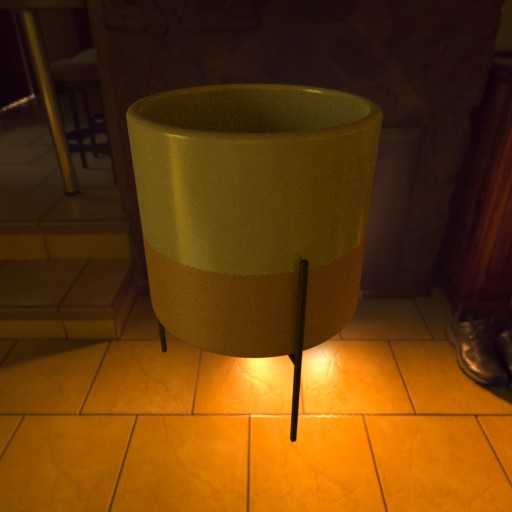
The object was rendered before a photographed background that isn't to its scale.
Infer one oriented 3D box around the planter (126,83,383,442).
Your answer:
[{"bbox_3d":[0.000,0.000,0.725,0.348,0.480,0.360,-10,32,-17],"label":"planter"}]
